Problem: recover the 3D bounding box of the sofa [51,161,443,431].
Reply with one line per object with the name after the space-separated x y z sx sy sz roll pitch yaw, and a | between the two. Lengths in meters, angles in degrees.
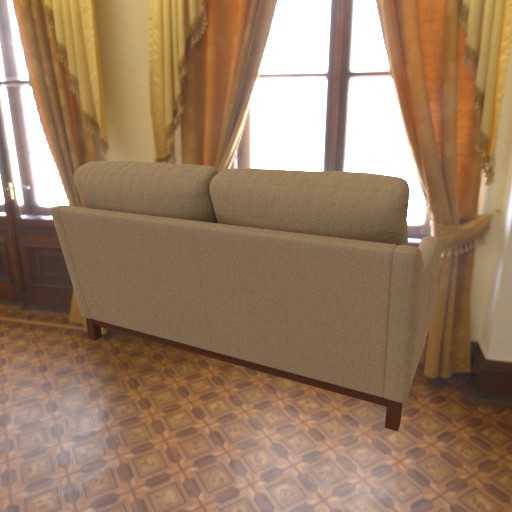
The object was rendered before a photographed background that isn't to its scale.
0.000 0.000 2.141 1.619 0.910 1.004 9 19 26 | sofa
